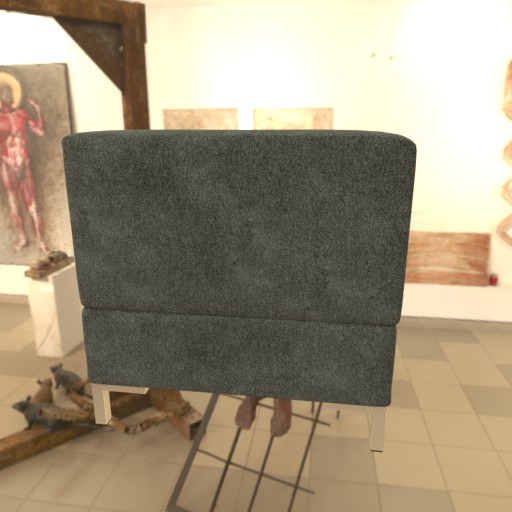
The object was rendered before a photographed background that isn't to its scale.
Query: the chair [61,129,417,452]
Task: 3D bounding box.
[{"bbox_3d":[0.000,0.000,1.201,0.680,0.660,0.680,2,16,8],"label":"chair"}]
